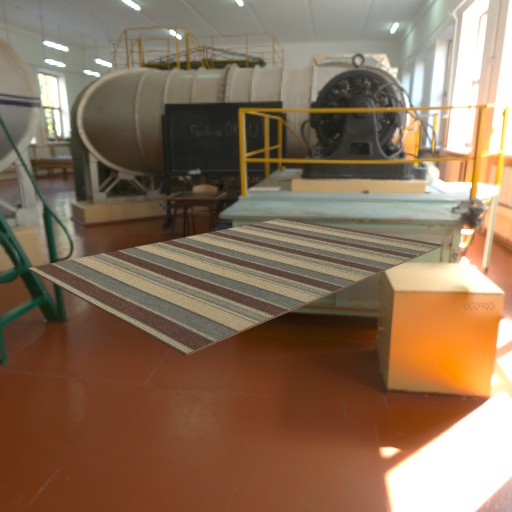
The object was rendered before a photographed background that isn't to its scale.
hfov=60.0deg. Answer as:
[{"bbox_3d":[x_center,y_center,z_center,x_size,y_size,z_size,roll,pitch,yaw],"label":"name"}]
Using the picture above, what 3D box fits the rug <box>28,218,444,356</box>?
[{"bbox_3d":[0.000,0.000,2.302,1.219,0.008,1.829,14,21,42],"label":"rug"}]
